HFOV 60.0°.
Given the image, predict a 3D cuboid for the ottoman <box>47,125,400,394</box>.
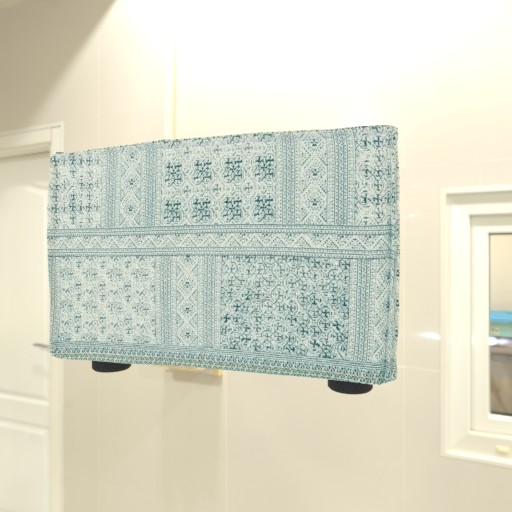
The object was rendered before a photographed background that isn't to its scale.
[{"bbox_3d":[0.000,0.000,1.014,0.617,0.439,0.626,0,0,17],"label":"ottoman"}]
